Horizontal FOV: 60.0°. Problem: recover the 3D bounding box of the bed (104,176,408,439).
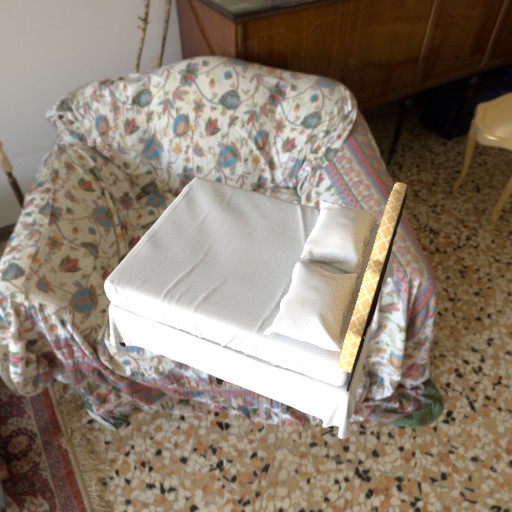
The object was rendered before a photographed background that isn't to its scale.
[{"bbox_3d":[0.000,0.000,3.630,2.222,1.633,1.780,17,48,16],"label":"bed"}]
